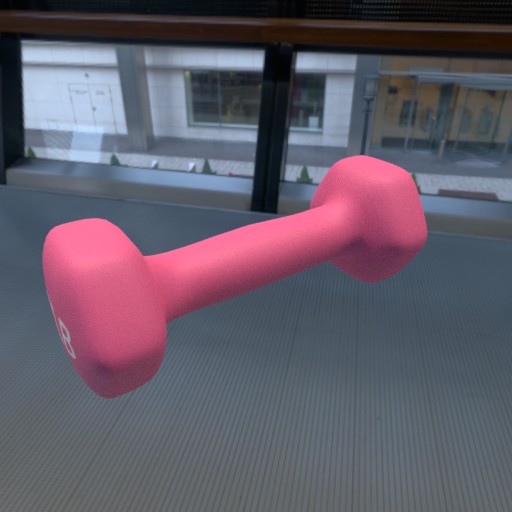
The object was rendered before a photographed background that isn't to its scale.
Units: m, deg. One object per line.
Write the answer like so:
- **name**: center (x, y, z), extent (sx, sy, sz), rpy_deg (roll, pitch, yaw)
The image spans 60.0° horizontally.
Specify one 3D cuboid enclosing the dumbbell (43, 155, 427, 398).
- **dumbbell**: center (0.000, 0.000, 0.170), extent (0.146, 0.053, 0.058), rpy_deg (-18, 34, -29)
